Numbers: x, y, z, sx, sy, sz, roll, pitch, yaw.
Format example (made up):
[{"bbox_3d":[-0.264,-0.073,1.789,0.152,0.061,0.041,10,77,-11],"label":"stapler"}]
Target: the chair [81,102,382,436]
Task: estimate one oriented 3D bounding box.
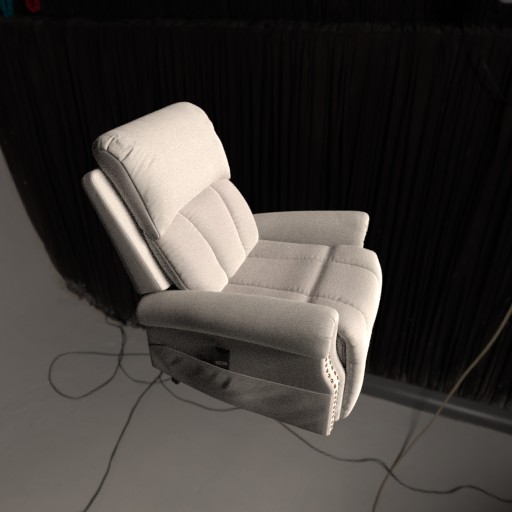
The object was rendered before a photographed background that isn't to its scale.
[{"bbox_3d":[0.000,0.000,1.756,0.979,1.031,0.871,10,32,17],"label":"chair"}]
